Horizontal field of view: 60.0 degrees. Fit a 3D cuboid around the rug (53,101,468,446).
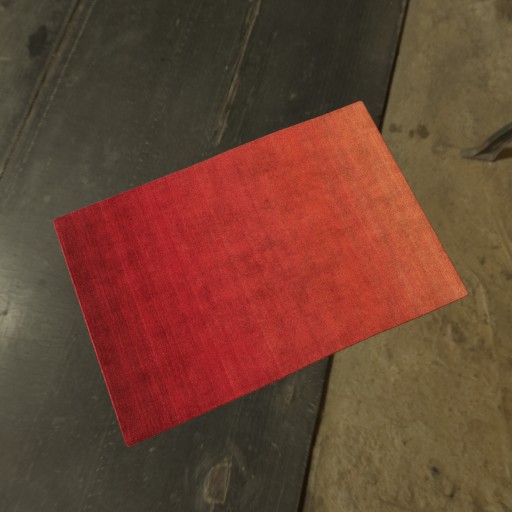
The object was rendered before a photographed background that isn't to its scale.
[{"bbox_3d":[0.000,0.000,2.303,1.835,0.018,1.230,-22,77,-6],"label":"rug"}]
